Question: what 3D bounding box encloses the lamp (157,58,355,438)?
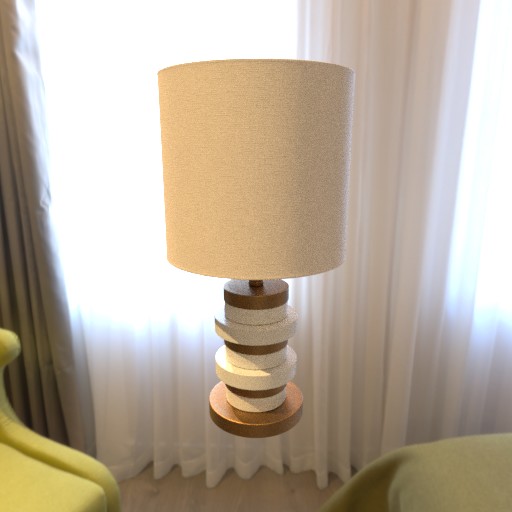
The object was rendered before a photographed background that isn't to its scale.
[{"bbox_3d":[0.000,0.000,0.528,0.210,0.410,0.210,-7,16,-27],"label":"lamp"}]
